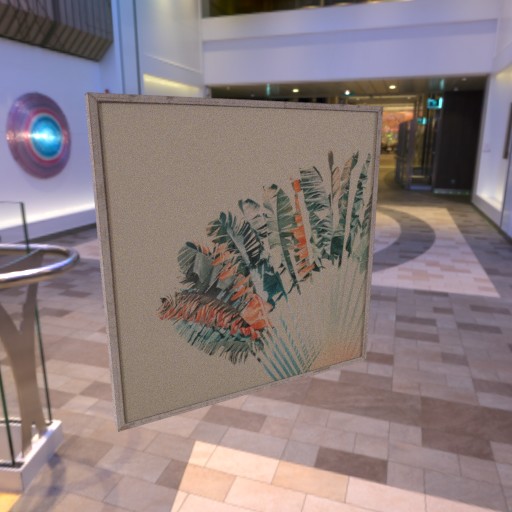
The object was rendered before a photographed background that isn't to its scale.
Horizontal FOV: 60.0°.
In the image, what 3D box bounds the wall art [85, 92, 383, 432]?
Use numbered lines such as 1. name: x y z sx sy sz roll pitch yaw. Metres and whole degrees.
1. wall art: 0.000 0.000 0.764 0.508 0.506 0.029 -8 16 -27
